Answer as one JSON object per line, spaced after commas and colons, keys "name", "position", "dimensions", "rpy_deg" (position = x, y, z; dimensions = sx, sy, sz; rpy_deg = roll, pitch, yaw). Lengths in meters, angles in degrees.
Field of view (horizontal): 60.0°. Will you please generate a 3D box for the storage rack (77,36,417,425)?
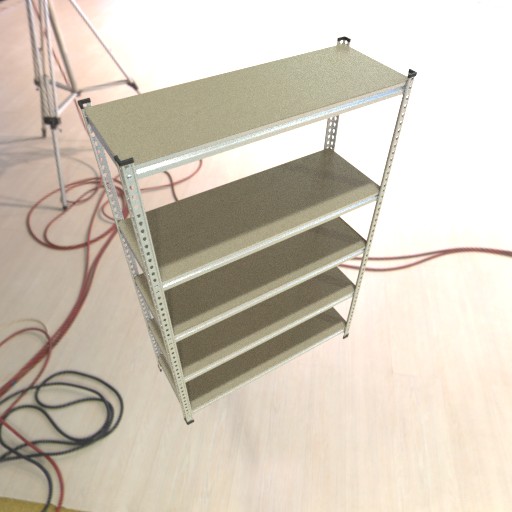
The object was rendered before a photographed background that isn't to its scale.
{"name": "storage rack", "position": [0.000, 0.000, 2.317], "dimensions": [1.219, 1.829, 0.457], "rpy_deg": [-23, 50, -21]}
